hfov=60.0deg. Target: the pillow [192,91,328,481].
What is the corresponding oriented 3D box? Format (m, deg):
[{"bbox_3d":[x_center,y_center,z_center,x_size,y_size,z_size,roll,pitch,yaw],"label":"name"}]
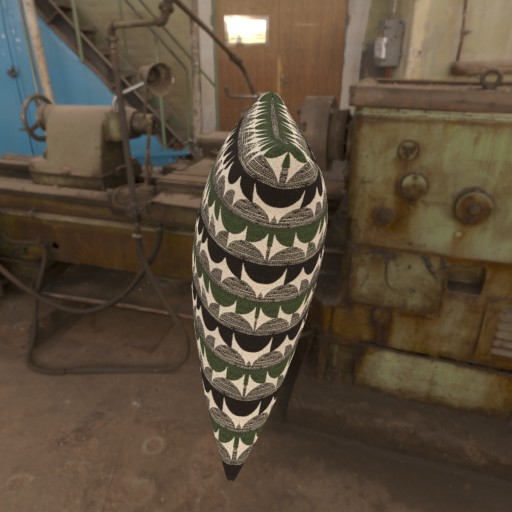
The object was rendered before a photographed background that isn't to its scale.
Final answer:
[{"bbox_3d":[0.000,0.000,0.633,0.180,0.404,0.419,0,26,0],"label":"pillow"}]
